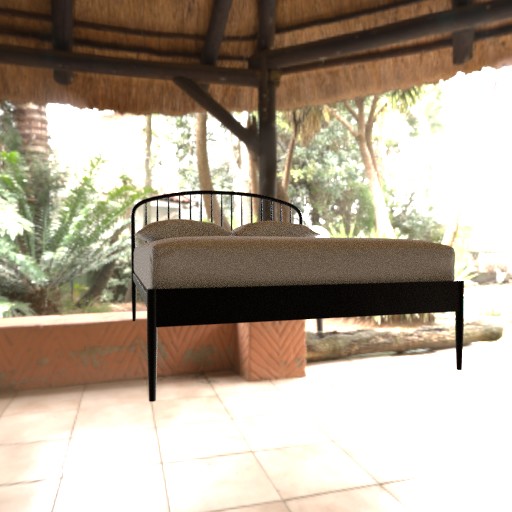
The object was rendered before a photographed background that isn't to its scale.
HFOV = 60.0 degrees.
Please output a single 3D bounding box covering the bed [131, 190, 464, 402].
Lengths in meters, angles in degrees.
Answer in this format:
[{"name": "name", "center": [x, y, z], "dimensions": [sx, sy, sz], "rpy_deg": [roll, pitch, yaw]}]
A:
[{"name": "bed", "center": [0.000, 0.000, 3.091], "dimensions": [1.618, 1.166, 2.159], "rpy_deg": [0, 1, -17]}]
